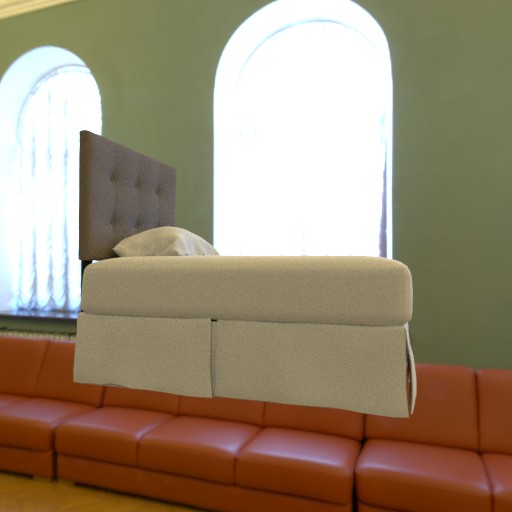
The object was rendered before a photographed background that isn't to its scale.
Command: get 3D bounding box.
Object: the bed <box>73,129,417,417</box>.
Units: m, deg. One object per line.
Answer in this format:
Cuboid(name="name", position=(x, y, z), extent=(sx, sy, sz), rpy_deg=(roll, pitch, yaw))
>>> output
Cuboid(name="bed", position=(0.000, 0.000, 2.977), extent=(1.997, 1.571, 1.261), rpy_deg=(0, -1, 18))
